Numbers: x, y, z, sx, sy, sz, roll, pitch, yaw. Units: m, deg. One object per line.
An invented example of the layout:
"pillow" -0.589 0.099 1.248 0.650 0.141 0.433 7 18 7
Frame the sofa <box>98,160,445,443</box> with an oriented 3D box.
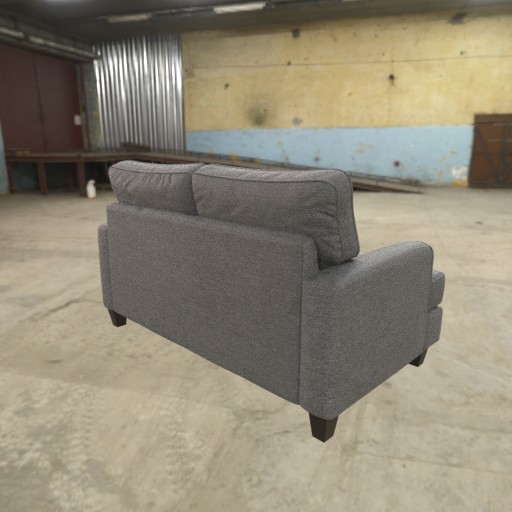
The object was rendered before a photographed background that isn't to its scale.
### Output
"sofa" 0.000 0.000 2.303 1.651 0.965 0.965 13 19 43
